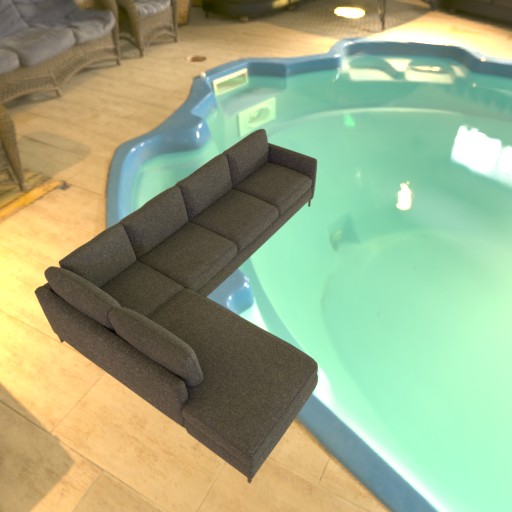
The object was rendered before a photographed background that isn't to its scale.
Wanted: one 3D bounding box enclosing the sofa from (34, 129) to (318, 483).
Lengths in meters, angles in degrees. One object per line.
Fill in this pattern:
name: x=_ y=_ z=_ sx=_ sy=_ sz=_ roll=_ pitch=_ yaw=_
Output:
sofa: x=0.000 y=0.000 z=3.852 sx=2.007 sy=0.815 sz=2.949 roll=25 pitch=48 yaw=25
